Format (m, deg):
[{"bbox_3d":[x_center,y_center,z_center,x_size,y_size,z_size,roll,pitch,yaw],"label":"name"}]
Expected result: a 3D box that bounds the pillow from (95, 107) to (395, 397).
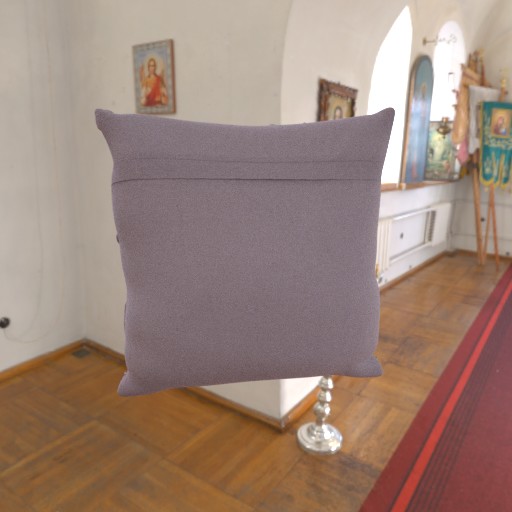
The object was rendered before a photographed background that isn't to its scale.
[{"bbox_3d":[0.000,0.000,0.681,0.439,0.440,0.185,-3,15,-10],"label":"pillow"}]
